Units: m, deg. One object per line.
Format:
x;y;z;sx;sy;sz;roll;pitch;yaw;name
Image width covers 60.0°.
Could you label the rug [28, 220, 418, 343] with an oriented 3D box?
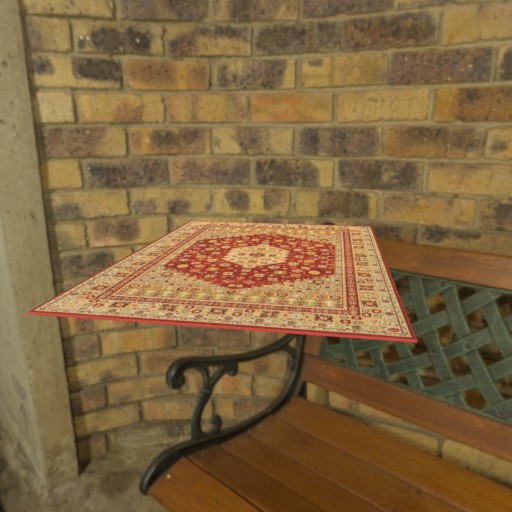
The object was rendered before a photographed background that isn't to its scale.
0.000;0.000;2.811;1.593;0.013;2.211;3;15;10;rug
